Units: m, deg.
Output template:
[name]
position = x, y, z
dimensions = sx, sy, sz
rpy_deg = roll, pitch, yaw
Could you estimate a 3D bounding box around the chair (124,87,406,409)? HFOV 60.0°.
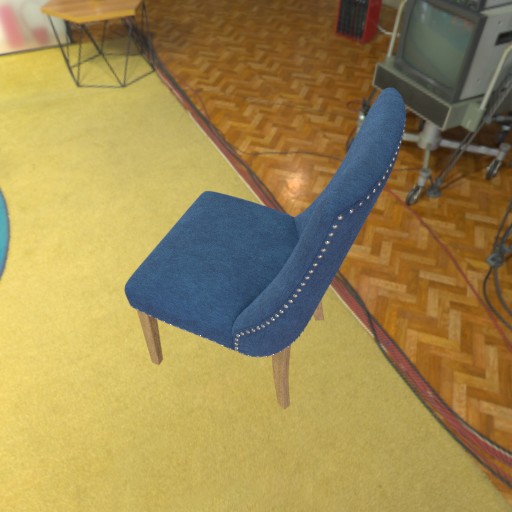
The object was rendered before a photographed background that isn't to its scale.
[chair]
position = 0.000, 0.000, 1.263
dimensions = 0.610, 0.902, 0.495
rpy_deg = 18, 49, 16
